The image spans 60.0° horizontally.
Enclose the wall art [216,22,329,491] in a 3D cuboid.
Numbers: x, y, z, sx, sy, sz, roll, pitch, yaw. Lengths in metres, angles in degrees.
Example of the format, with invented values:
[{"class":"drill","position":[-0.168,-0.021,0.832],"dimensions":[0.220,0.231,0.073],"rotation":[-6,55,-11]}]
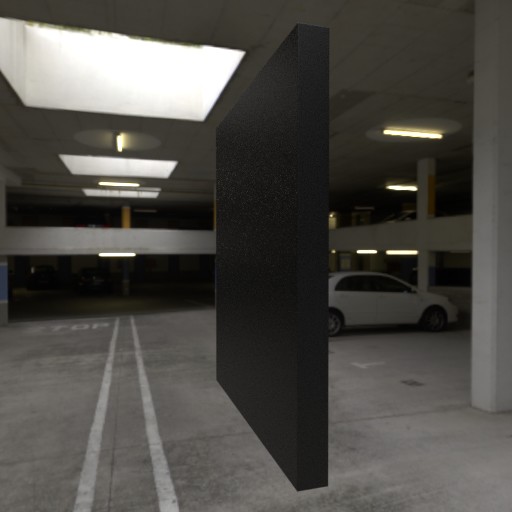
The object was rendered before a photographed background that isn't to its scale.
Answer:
[{"class":"wall art","position":[0.000,0.000,0.519],"dimensions":[0.028,0.380,0.325],"rotation":[0,1,-17]}]
